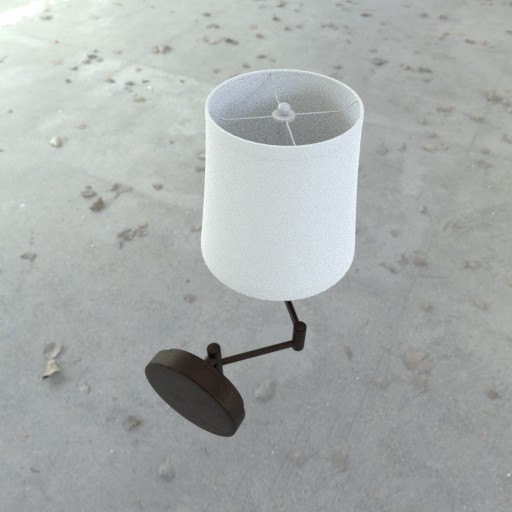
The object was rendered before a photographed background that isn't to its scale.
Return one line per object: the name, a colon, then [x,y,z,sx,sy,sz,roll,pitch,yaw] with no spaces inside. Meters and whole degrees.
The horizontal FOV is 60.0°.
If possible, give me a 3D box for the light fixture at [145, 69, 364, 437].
light fixture: [0.000,0.000,0.268,0.100,0.172,0.157,23,51,20]
